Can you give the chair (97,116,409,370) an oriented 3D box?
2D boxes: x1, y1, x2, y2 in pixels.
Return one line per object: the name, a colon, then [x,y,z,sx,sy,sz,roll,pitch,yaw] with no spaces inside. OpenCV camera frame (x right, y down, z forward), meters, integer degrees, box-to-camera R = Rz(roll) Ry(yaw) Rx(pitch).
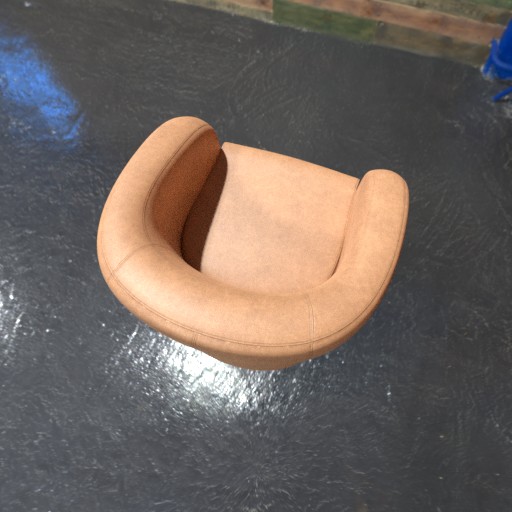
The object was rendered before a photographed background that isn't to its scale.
chair: [0.000,0.000,1.445,0.791,0.771,0.815,17,66,8]
